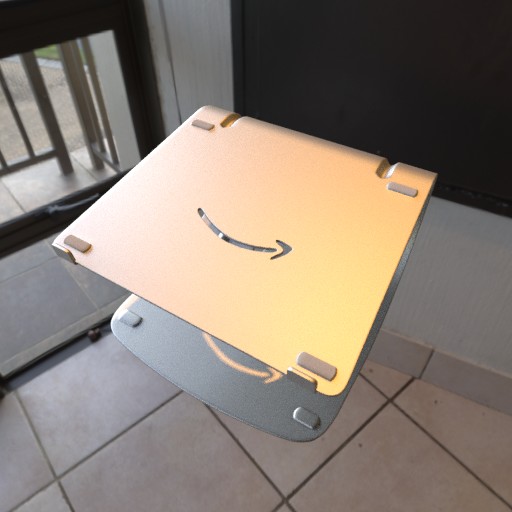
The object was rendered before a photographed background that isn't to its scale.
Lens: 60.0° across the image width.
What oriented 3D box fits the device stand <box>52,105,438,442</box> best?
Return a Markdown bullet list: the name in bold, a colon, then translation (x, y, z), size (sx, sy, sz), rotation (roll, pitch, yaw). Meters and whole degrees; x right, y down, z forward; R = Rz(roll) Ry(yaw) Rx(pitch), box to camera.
- **device stand**: translation (0.000, 0.000, 0.409), size (0.256, 0.155, 0.236), rotation (23, 50, 22)
